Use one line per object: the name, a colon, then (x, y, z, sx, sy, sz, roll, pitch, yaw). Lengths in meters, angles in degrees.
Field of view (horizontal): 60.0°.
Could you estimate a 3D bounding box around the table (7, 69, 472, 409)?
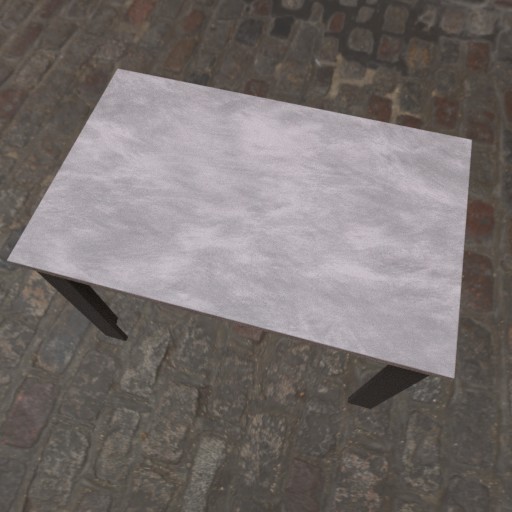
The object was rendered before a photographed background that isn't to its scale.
table: (0.000, 0.000, 1.520, 1.100, 0.734, 0.700, 14, 65, 7)
